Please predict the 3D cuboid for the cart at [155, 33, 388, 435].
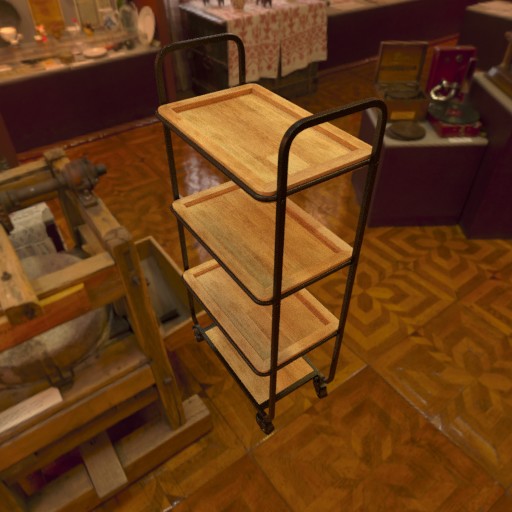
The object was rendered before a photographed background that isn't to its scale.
[{"bbox_3d":[0.000,0.000,1.305,0.321,1.080,0.545,-24,47,-25],"label":"cart"}]
